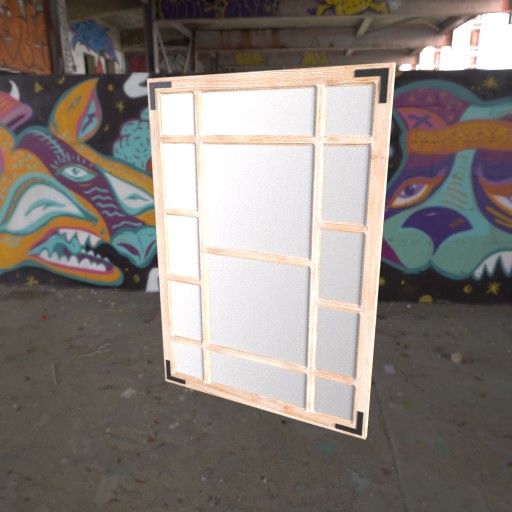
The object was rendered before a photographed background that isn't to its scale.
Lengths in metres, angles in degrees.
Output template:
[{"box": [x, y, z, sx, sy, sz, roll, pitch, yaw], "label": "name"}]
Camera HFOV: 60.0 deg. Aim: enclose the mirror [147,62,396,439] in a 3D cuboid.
[{"box": [0.000, 0.000, 1.289, 0.705, 0.996, 0.025, 7, 17, 25], "label": "mirror"}]
